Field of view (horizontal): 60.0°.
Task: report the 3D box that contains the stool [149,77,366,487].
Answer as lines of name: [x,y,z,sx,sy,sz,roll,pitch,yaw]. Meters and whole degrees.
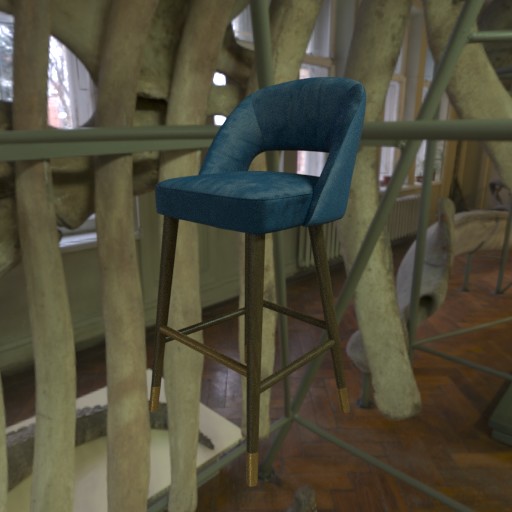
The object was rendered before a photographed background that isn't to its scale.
stool: [0.000,0.000,1.304,0.514,1.016,0.515,15,21,42]
